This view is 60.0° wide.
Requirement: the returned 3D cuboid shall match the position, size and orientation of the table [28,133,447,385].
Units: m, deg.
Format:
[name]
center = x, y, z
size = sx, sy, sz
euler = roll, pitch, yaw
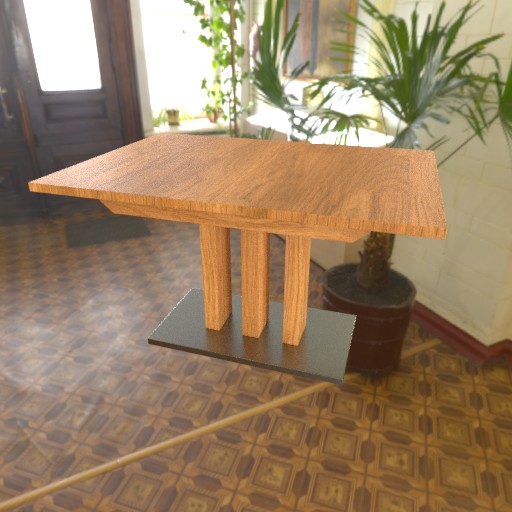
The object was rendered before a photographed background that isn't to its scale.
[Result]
[table]
center = 0.000, 0.000, 1.846
size = 1.300, 0.770, 0.900
euler = 8, 27, 16
